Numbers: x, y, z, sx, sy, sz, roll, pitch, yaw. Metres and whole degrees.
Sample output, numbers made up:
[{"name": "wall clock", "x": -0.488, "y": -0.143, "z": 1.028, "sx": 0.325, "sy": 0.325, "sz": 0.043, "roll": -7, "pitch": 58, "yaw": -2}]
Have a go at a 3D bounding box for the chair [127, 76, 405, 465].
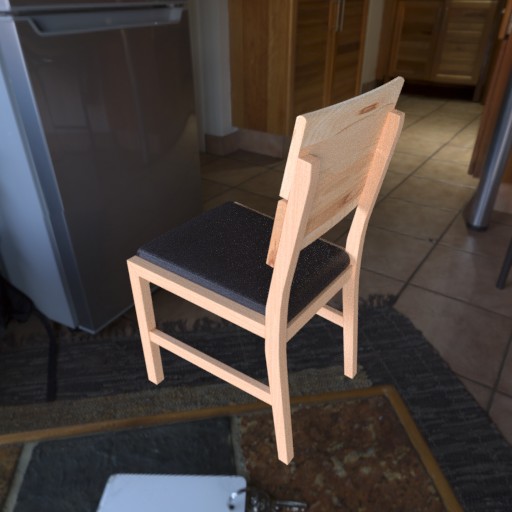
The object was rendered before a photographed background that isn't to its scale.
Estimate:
[{"name": "chair", "x": 0.000, "y": 0.000, "z": 1.253, "sx": 0.560, "sy": 0.950, "sz": 0.475, "roll": 22, "pitch": 38, "yaw": 31}]
